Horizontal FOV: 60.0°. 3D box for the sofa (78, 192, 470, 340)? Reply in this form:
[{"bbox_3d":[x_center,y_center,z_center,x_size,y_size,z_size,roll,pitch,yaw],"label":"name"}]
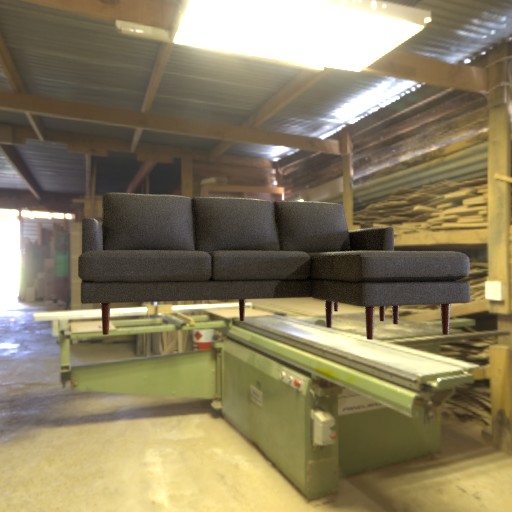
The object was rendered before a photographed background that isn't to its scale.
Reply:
[{"bbox_3d":[0.000,0.000,3.007,2.233,0.956,1.504,0,-1,-19],"label":"sofa"}]
